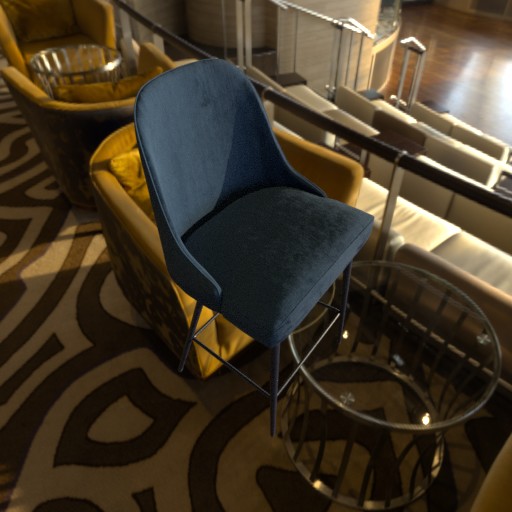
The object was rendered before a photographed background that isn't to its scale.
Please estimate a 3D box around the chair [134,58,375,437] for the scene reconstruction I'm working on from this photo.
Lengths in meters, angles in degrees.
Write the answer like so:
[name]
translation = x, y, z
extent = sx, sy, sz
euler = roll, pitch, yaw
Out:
[chair]
translation = 0.000, 0.000, 1.246
extent = 0.489, 0.927, 0.526
euler = 25, 47, 26
